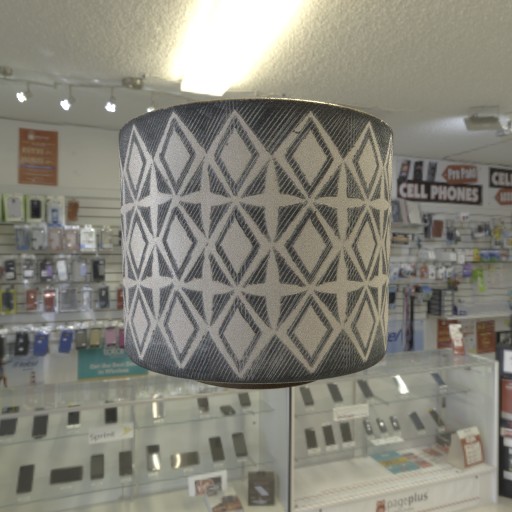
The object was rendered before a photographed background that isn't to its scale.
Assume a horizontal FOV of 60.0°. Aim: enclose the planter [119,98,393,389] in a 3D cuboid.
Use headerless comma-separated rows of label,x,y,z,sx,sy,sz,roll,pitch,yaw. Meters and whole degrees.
planter,0.000,0.000,0.325,0.192,0.165,0.192,0,0,0
